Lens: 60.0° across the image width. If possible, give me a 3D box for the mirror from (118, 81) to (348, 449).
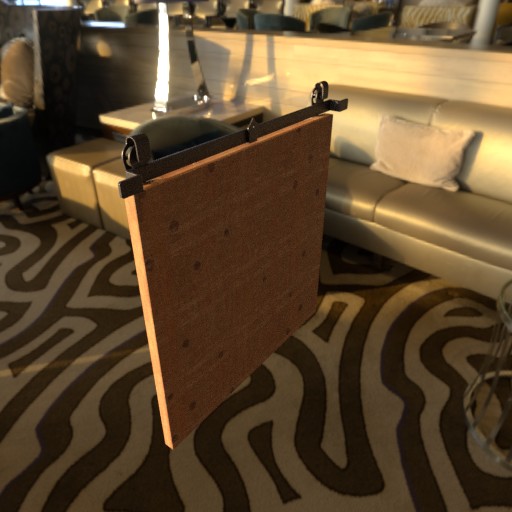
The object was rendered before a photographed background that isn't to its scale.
[{"bbox_3d":[0.000,0.000,1.188,0.054,0.800,0.805,22,37,31],"label":"mirror"}]
